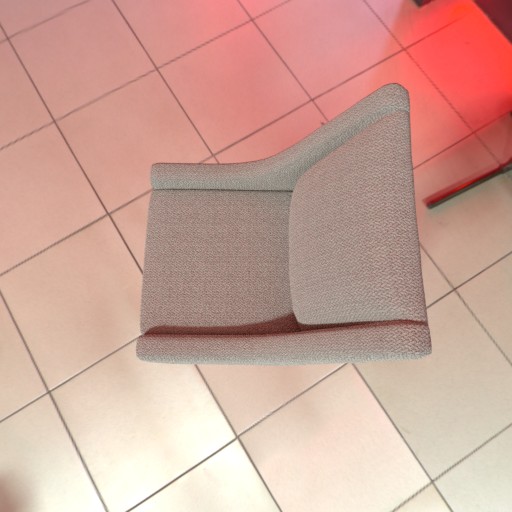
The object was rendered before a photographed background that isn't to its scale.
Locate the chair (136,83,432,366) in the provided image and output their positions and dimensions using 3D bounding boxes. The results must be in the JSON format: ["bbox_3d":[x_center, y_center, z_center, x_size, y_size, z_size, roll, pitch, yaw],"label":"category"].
[{"bbox_3d":[0.000,0.000,1.623,0.870,1.014,0.774,1,75,0],"label":"chair"}]
